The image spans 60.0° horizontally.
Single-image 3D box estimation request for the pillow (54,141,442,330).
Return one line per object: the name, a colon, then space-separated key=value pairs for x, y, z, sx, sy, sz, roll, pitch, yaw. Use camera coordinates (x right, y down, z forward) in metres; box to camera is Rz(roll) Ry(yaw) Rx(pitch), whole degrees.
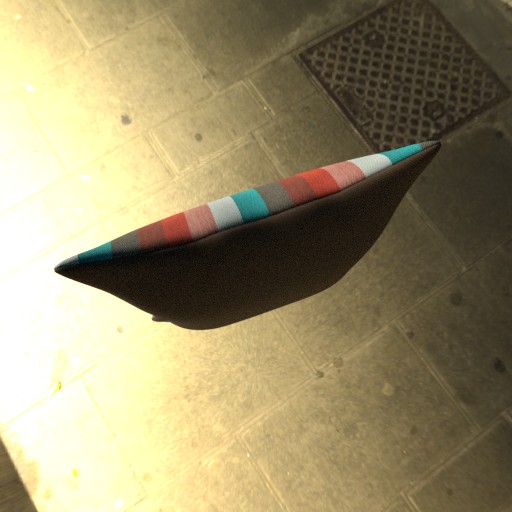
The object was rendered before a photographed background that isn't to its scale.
pillow: x=0.000 y=0.000 z=0.699 sx=0.453 sy=0.443 sz=0.168 roll=-19 pitch=76 yaw=-5
